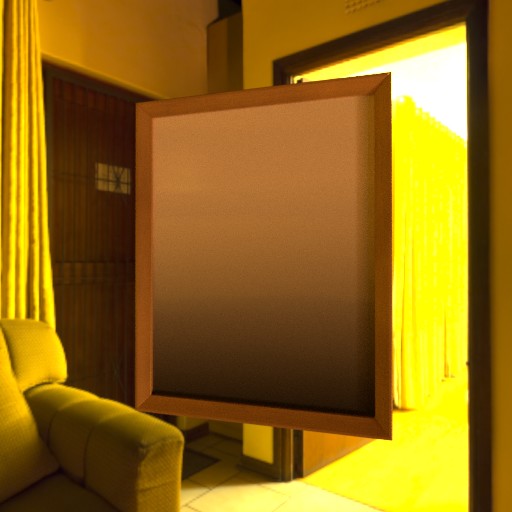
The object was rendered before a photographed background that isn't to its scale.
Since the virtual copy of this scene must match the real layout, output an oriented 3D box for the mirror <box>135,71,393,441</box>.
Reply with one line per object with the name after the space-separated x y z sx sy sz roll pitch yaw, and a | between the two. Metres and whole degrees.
0.000 0.000 0.690 0.406 0.509 0.041 0 -1 18 | mirror
